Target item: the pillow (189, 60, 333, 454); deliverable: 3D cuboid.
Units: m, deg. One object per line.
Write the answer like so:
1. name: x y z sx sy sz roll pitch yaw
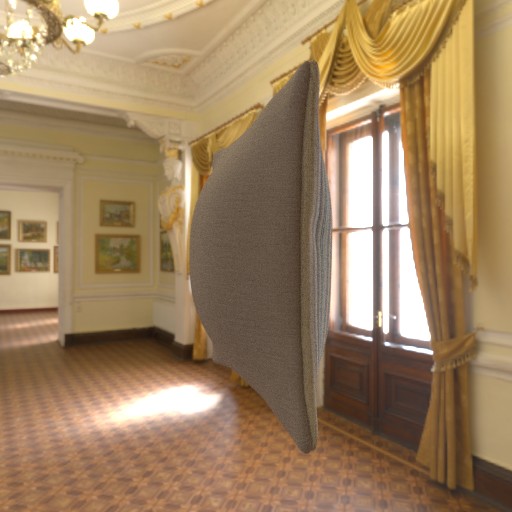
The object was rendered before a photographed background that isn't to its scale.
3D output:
1. pillow: 0.000 0.000 0.670 0.189 0.416 0.435 0 0 -18
